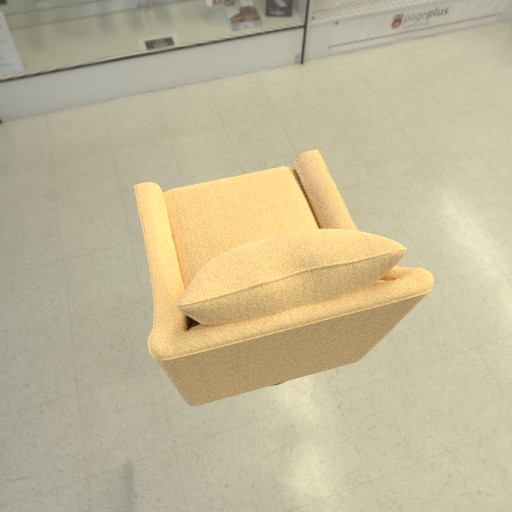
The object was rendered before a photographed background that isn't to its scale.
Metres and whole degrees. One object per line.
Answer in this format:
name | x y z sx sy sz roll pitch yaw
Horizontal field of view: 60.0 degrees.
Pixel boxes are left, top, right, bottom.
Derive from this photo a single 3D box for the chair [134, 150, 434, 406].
chair | 0.000 0.000 1.608 0.760 0.927 0.876 -13 59 -8
